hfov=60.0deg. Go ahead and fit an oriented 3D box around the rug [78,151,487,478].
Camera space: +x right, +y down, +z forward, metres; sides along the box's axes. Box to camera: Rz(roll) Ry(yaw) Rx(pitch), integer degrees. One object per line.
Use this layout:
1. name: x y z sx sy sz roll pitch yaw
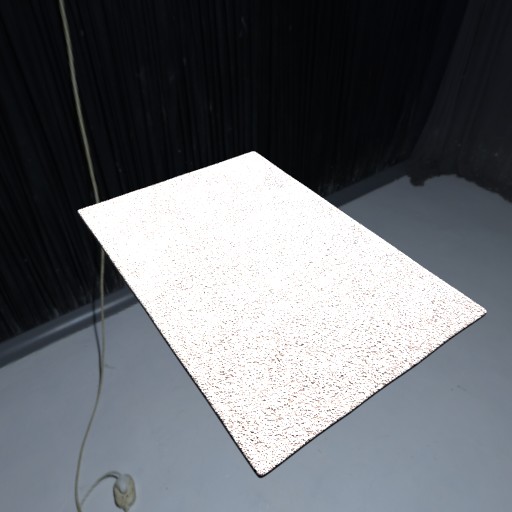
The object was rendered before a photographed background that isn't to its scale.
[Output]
1. rug: 0.000 0.000 2.214 1.219 0.030 1.778 -25 47 -26
